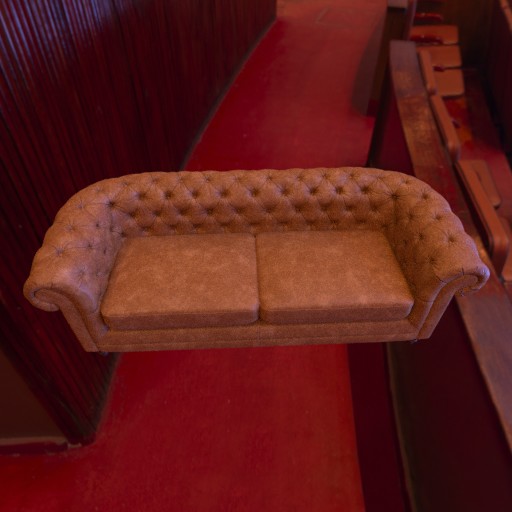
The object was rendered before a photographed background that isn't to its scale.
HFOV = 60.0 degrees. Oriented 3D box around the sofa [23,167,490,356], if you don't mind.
[{"bbox_3d":[0.000,0.000,2.742,2.365,0.760,0.989,-2,45,-2],"label":"sofa"}]
